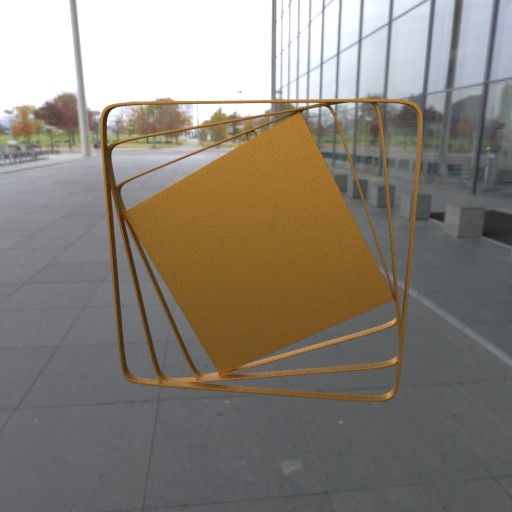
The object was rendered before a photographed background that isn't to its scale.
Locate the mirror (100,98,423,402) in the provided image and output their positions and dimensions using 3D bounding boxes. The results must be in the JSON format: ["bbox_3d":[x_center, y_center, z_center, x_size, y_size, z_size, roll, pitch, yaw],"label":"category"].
[{"bbox_3d":[0.000,0.000,0.702,0.470,0.468,0.045,2,15,7],"label":"mirror"}]
